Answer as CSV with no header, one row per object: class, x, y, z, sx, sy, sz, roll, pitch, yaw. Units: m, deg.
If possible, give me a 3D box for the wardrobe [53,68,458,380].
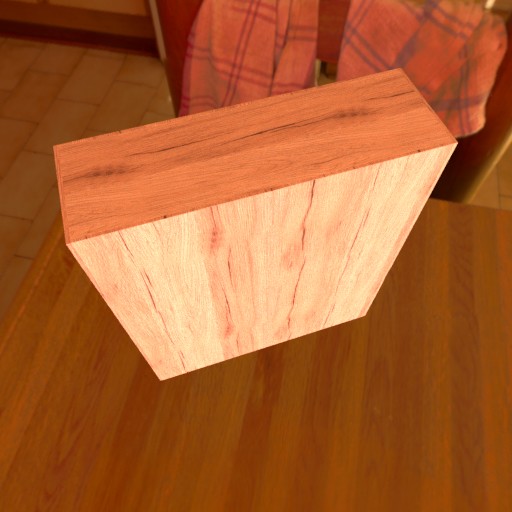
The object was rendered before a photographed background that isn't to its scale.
wardrobe,0.000,0.000,2.969,1.810,2.070,0.580,-16,61,-9
